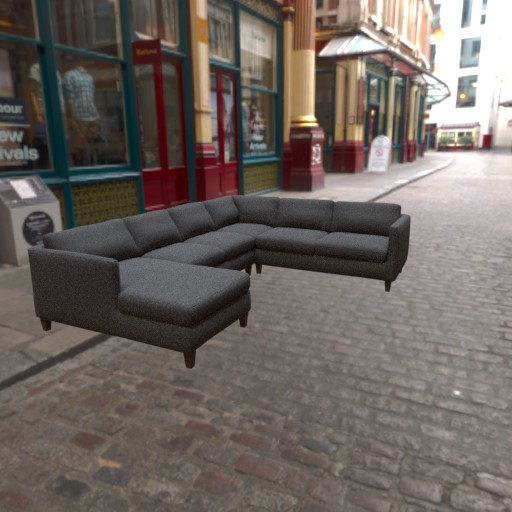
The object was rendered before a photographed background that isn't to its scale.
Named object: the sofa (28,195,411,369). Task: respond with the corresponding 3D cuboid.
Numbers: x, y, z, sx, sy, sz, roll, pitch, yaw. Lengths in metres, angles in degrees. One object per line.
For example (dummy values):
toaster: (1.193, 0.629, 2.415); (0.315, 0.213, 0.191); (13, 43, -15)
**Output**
sofa: (0.000, 0.000, 4.446); (2.551, 0.853, 3.238); (7, 16, 25)
